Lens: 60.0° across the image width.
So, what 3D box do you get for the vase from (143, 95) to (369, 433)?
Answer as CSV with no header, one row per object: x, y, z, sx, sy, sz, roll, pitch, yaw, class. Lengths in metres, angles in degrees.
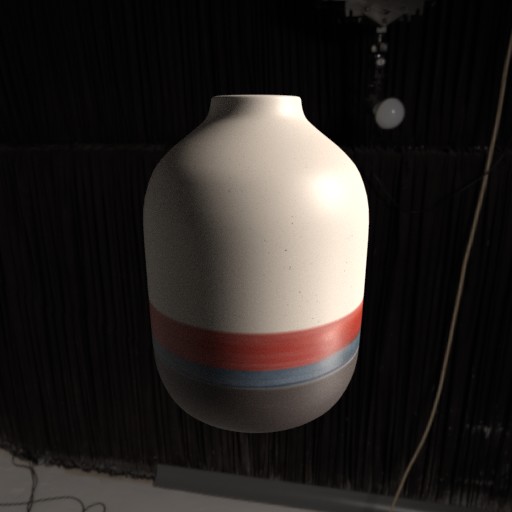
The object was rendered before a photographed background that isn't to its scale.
0.000,0.000,0.351,0.169,0.237,0.169,0,17,0,vase
